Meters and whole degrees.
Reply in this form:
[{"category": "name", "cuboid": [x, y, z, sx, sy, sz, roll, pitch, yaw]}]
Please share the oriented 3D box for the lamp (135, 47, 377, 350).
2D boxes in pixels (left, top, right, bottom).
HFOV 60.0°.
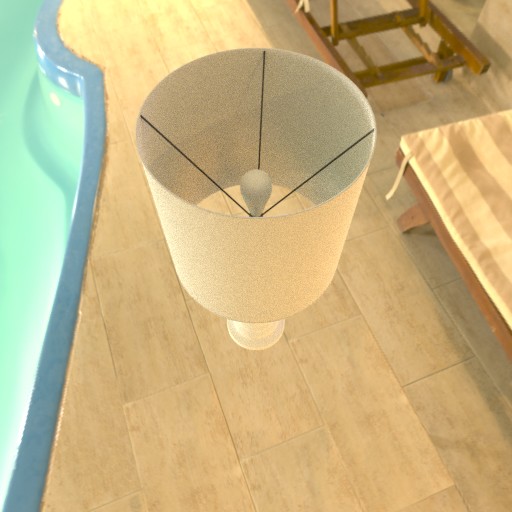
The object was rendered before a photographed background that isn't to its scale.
[{"category": "lamp", "cuboid": [0.000, 0.000, 0.581, 0.208, 0.455, 0.208, -13, 60, -8]}]
